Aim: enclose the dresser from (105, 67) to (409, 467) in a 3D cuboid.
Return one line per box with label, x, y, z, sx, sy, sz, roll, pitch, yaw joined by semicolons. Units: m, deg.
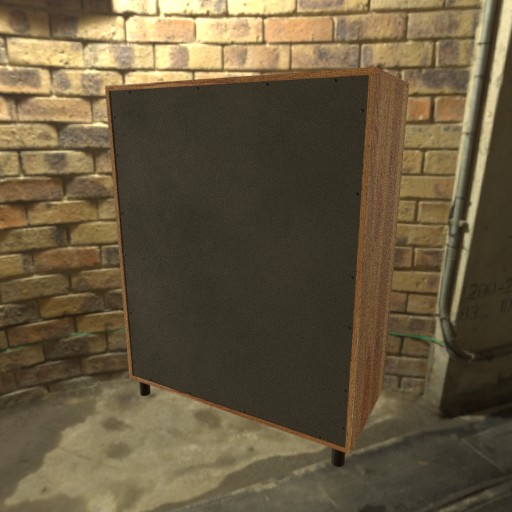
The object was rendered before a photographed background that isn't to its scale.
dresser;0.000;0.000;1.720;0.966;1.243;0.480;8;17;28
